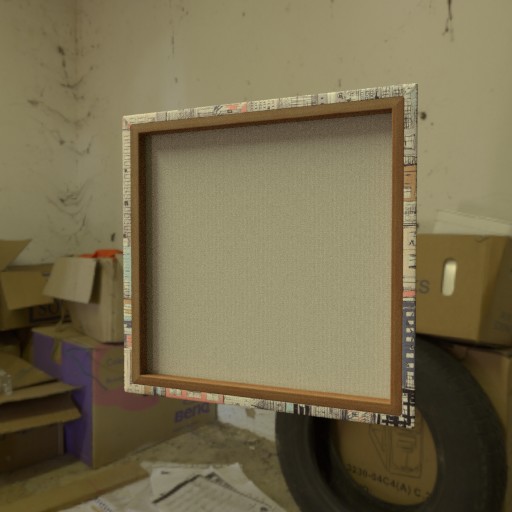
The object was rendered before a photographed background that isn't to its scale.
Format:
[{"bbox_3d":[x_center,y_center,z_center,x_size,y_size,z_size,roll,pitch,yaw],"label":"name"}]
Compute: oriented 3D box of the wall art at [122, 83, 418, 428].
[{"bbox_3d":[0.000,0.000,0.893,0.607,0.608,0.038,0,1,19],"label":"wall art"}]
